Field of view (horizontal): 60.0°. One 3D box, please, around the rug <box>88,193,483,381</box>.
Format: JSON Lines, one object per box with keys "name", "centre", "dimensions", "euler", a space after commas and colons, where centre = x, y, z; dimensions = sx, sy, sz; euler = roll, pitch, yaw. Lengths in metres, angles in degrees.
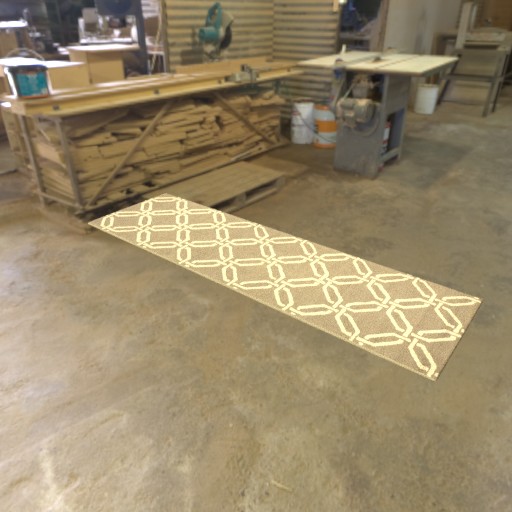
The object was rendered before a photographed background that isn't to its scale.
{"name": "rug", "centre": [0.000, 0.000, 2.528], "dimensions": [2.276, 0.014, 0.678], "euler": [21, 36, 33]}
